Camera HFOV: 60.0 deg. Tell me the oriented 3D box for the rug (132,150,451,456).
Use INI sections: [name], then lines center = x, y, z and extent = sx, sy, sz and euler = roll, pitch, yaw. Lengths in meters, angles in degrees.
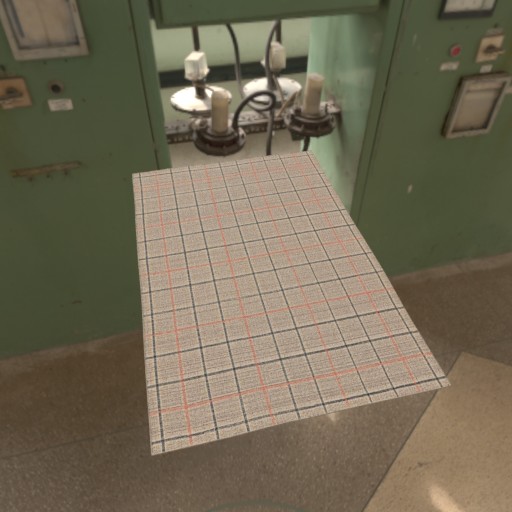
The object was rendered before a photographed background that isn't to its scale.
[rug]
center = 0.000, 0.000, 2.349
extent = 1.220, 0.013, 1.829
euler = -10, 46, -9
